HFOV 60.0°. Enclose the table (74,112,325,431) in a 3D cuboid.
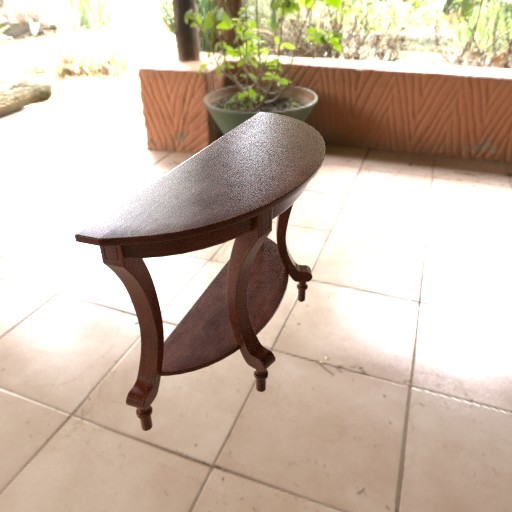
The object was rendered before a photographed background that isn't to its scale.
[{"bbox_3d":[0.000,0.000,1.550,0.394,0.699,1.198,10,32,17],"label":"table"}]
